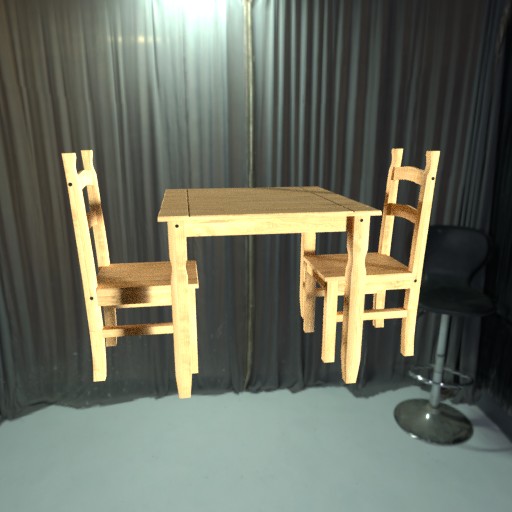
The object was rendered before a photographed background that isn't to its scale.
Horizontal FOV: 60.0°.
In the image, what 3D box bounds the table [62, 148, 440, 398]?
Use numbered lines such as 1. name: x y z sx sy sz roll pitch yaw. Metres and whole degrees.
1. table: 0.000 0.000 2.035 1.501 0.942 0.813 -2 15 -9
